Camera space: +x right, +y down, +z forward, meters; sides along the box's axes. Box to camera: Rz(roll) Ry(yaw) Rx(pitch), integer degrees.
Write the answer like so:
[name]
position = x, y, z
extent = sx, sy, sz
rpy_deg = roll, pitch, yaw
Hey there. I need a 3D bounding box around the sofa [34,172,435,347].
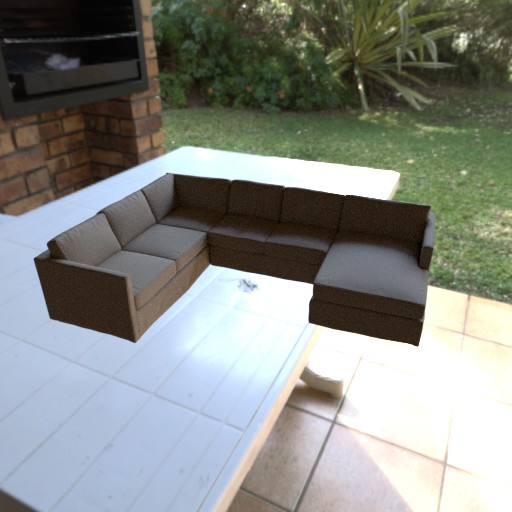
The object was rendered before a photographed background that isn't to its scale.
[sofa]
position = 0.000, 0.000, 4.619
extent = 3.460, 0.882, 2.427
rpy_deg = 10, 30, 18
